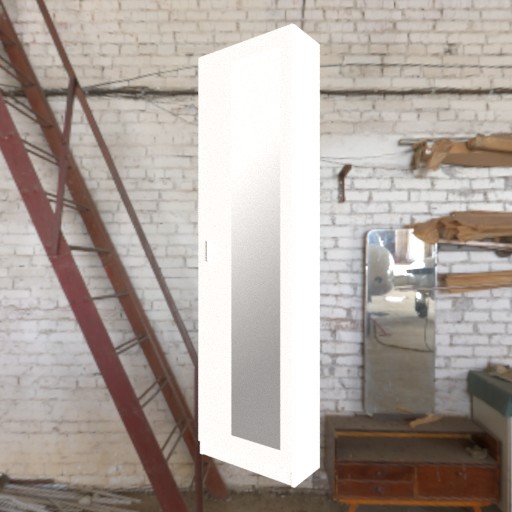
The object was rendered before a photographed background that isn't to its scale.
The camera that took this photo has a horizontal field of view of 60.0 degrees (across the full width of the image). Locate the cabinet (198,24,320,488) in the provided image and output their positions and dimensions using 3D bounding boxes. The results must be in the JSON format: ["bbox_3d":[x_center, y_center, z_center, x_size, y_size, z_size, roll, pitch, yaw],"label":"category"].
[{"bbox_3d":[0.000,0.000,1.932,0.500,1.790,0.230,0,0,36],"label":"cabinet"}]
